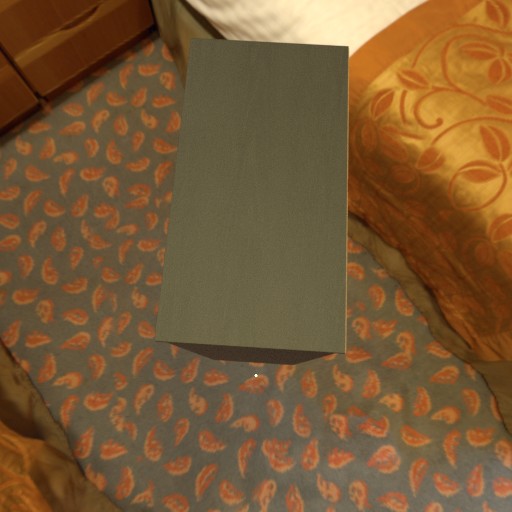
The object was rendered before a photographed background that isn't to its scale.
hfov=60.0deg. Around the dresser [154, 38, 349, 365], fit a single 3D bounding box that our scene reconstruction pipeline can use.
[{"bbox_3d":[0.000,0.000,1.553,0.399,1.255,0.704,3,75,1],"label":"dresser"}]
